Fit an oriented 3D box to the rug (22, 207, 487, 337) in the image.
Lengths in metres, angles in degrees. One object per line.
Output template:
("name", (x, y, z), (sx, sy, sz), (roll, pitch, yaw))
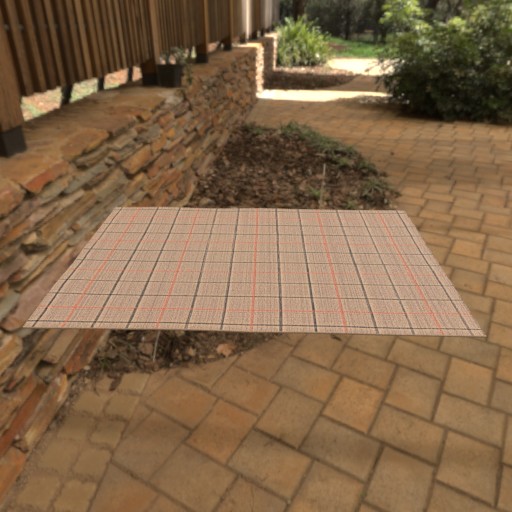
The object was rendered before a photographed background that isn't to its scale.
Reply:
("rug", (0.000, 0.000, 2.275), (1.829, 0.013, 1.220), (1, 29, 2))
